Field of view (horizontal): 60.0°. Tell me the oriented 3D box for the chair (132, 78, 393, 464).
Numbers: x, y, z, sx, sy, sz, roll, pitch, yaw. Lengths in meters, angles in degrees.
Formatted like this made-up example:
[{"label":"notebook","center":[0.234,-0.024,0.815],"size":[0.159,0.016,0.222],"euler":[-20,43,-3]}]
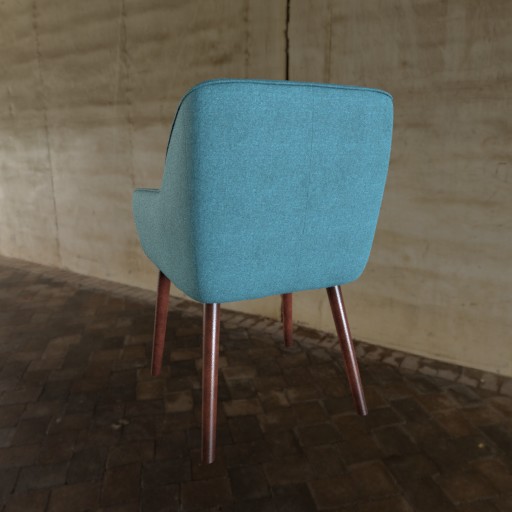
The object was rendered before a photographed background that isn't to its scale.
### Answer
[{"label":"chair","center":[0.000,0.000,1.166],"size":[0.543,0.803,0.519],"euler":[-6,15,-24]}]
